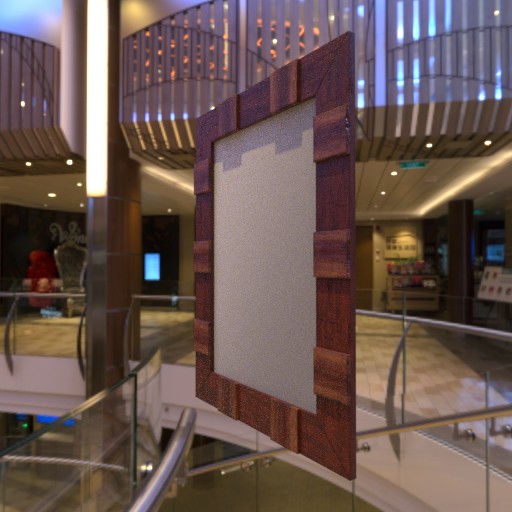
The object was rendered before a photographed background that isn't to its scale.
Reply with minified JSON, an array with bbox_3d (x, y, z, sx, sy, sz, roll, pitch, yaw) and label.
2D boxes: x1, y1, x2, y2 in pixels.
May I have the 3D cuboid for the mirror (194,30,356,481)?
[{"bbox_3d":[0.000,0.000,1.039,0.021,0.805,0.600,1,-1,-35],"label":"mirror"}]
